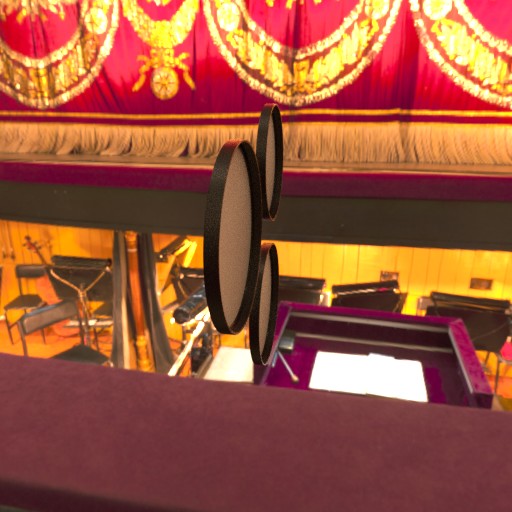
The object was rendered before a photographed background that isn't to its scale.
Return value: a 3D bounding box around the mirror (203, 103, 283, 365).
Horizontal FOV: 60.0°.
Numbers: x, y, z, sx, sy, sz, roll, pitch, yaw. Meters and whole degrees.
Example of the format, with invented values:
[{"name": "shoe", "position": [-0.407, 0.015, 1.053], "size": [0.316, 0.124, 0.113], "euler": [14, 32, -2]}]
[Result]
[{"name": "mirror", "position": [0.000, 0.000, 3.158], "size": [0.076, 2.096, 2.160], "euler": [3, 17, 11]}]
